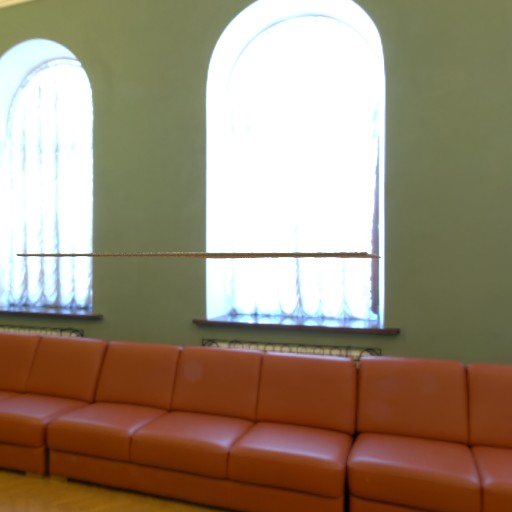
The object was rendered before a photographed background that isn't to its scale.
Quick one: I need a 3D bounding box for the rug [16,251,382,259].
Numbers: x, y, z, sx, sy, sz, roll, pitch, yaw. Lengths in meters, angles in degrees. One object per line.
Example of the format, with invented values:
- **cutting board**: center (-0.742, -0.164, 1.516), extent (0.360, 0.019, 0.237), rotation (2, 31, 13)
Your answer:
- **rug**: center (0.000, 0.000, 2.192), extent (1.162, 0.022, 1.804), rotation (0, -1, 17)
